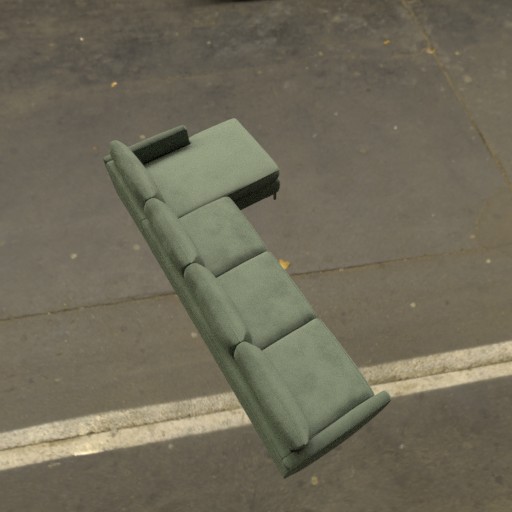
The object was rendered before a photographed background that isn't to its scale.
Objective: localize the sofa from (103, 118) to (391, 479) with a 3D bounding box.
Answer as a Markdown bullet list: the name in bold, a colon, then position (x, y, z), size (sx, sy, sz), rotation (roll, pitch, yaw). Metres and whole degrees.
- **sofa**: position (0.000, 0.000, 3.283), size (1.255, 0.756, 2.725), rotation (-28, 63, -16)
